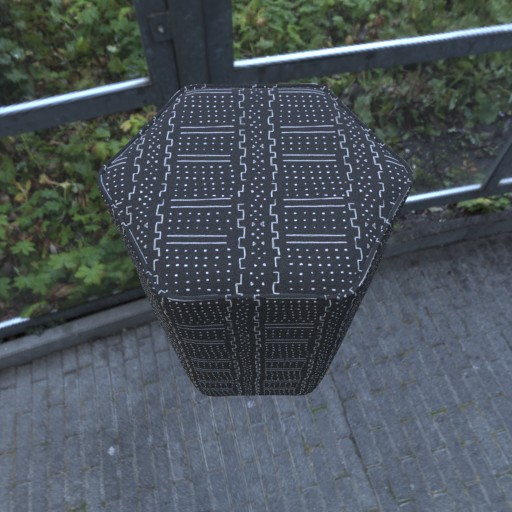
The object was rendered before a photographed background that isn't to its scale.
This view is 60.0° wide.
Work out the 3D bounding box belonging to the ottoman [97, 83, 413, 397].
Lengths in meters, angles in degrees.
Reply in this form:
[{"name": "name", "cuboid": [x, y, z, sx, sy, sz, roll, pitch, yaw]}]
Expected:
[{"name": "ottoman", "cuboid": [0.000, 0.000, 0.884, 0.494, 0.502, 0.443, -1, 58, 0]}]
